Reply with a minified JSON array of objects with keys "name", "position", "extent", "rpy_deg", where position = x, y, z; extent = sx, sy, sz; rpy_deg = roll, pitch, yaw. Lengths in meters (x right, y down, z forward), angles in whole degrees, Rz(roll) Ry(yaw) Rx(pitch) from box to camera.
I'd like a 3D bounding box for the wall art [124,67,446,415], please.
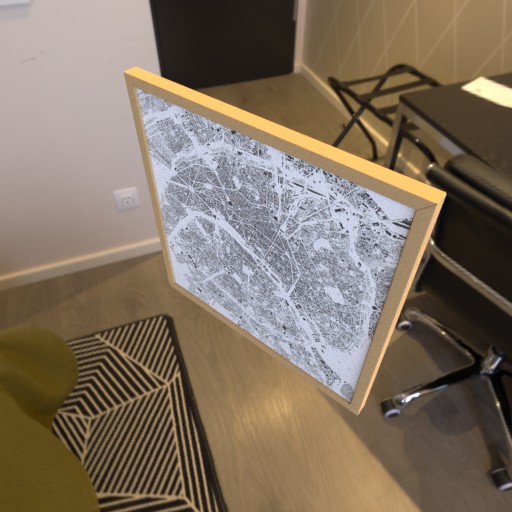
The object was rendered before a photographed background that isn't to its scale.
[{"name":"wall art","position":[0.000,0.000,1.143],"extent":[0.761,0.761,0.037],"rpy_deg":[30,53,26]}]
